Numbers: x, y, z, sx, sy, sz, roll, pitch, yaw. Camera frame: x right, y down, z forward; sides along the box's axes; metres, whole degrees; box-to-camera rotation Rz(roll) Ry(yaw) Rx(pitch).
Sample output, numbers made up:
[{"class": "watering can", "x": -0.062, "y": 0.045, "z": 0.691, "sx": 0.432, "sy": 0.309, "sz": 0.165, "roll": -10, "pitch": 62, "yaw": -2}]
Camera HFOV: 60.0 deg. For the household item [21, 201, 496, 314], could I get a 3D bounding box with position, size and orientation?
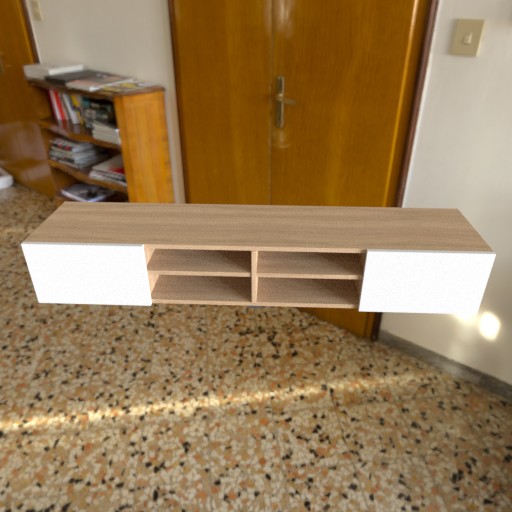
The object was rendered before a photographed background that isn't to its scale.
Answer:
[{"class": "household item", "x": 0.000, "y": 0.000, "z": 1.983, "sx": 1.850, "sy": 0.310, "sz": 0.420, "roll": 1, "pitch": 30, "yaw": 2}]
